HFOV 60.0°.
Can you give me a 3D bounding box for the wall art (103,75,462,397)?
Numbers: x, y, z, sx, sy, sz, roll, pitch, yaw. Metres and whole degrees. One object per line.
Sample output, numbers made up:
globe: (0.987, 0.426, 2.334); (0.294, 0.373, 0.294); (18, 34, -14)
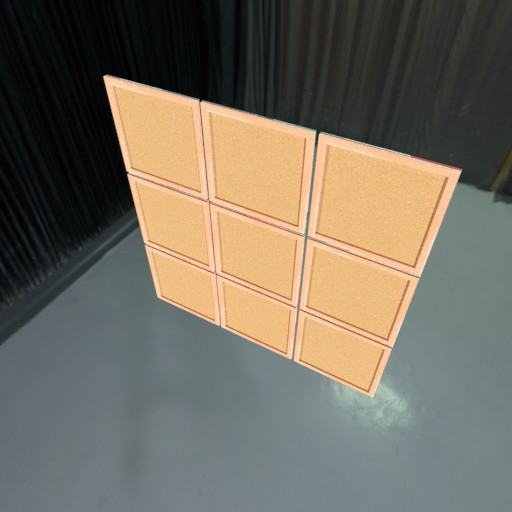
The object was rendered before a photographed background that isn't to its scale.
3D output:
wall art: (0.000, 0.000, 1.338); (0.911, 0.910, 0.012); (21, 49, 20)
